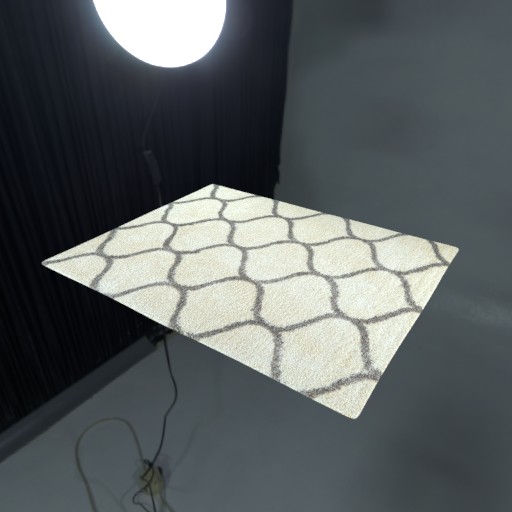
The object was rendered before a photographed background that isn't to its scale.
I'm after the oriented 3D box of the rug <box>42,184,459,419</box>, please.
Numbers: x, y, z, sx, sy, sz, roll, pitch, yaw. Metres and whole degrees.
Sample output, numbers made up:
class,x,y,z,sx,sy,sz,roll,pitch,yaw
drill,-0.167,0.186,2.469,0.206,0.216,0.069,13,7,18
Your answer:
class,x,y,z,sx,sy,sz,roll,pitch,yaw
rug,0.000,0.000,4.050,3.000,0.026,2.399,19,35,30
